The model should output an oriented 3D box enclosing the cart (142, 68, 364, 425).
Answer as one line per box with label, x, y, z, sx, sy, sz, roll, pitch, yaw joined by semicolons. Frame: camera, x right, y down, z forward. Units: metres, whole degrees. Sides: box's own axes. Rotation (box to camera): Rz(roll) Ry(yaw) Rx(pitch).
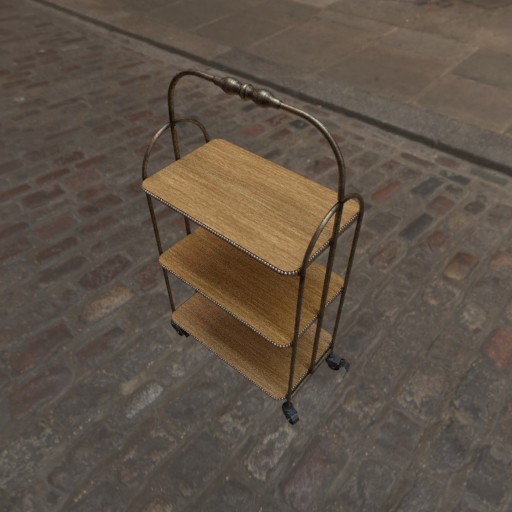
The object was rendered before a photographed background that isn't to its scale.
cart;0.000;0.000;1.341;0.650;1.052;0.330;31;53;27
